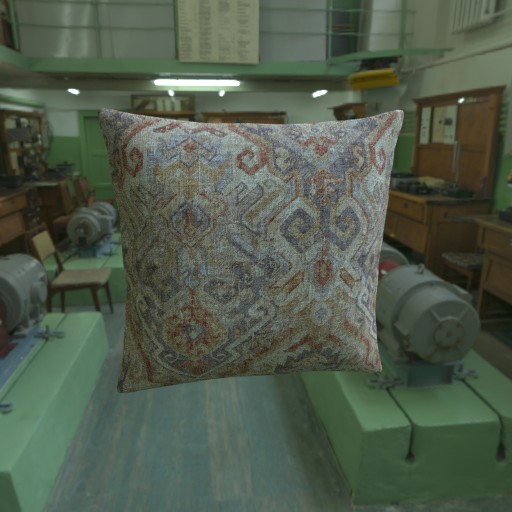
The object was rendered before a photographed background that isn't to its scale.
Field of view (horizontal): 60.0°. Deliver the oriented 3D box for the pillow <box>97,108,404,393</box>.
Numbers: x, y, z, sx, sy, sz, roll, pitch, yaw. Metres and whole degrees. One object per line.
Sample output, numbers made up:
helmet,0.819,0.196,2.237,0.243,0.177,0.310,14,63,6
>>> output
pillow,0.000,0.000,0.801,0.523,0.506,0.166,-2,16,-8
